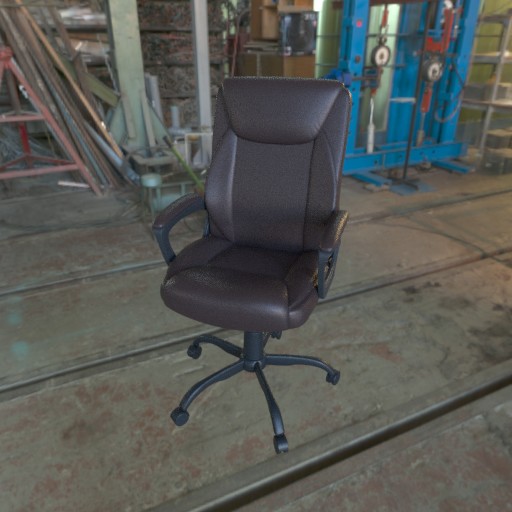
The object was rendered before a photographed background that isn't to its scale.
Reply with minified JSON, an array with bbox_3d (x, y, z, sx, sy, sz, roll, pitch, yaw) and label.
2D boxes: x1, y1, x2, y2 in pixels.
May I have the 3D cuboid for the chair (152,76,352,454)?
[{"bbox_3d":[0.000,0.000,1.478,0.615,1.072,0.655,9,28,17],"label":"chair"}]
